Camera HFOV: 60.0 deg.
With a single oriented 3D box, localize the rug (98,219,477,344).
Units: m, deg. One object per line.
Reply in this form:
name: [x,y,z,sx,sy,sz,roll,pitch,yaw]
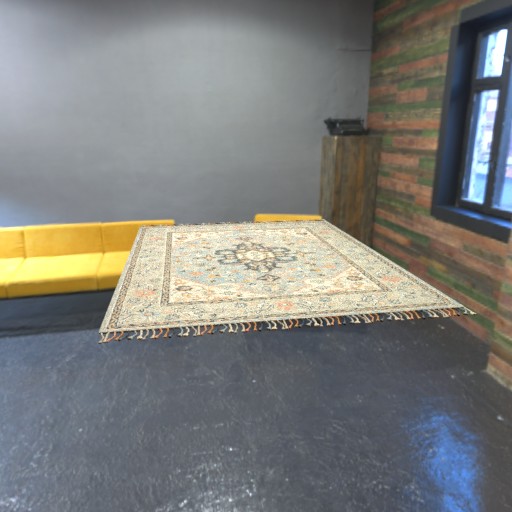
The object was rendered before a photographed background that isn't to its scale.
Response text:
rug: [0.000,0.000,2.256,1.278,0.009,1.730,-3,16,-9]
